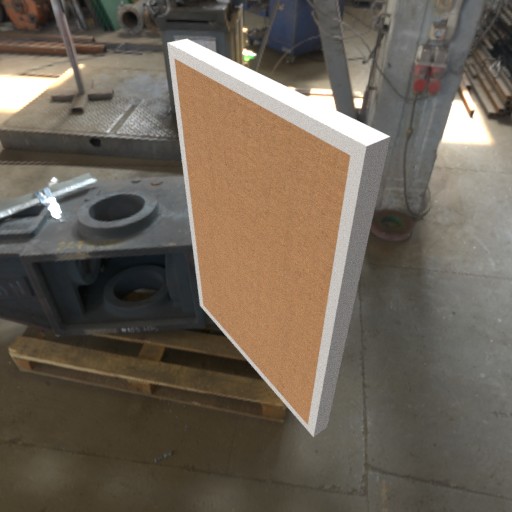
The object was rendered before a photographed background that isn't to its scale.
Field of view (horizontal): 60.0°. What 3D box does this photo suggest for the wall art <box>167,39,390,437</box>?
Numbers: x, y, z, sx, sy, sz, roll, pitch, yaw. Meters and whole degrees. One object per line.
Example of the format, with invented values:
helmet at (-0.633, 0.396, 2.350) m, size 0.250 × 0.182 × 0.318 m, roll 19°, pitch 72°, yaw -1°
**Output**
wall art at (0.000, 0.000, 0.545) m, size 0.025 × 0.428 × 0.293 m, roll -26°, pitch 48°, yaw -26°
